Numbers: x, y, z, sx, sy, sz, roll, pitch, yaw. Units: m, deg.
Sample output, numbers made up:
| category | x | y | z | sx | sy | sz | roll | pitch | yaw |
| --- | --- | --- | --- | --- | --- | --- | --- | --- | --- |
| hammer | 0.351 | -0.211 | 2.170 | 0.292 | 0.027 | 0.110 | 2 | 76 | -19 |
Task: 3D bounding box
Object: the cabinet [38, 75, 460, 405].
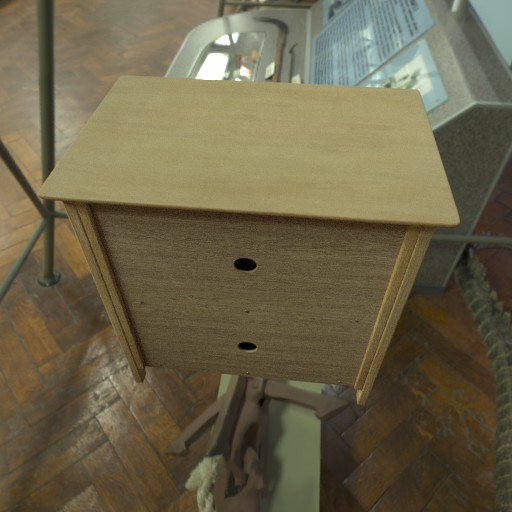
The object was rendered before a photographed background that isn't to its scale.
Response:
| category | x | y | z | sx | sy | sz | roll | pitch | yaw |
| --- | --- | --- | --- | --- | --- | --- | --- | --- | --- |
| cabinet | 0.000 | 0.000 | 1.232 | 0.763 | 0.762 | 0.503 | 4 | 47 | 4 |
